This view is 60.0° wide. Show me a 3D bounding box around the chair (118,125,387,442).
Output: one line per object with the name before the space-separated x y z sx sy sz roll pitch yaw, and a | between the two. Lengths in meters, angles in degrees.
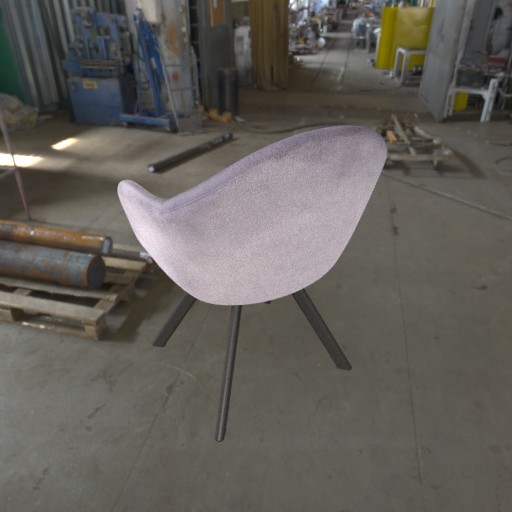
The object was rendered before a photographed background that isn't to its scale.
chair | 0.000 0.000 1.181 0.570 0.780 0.540 -19 36 -28
